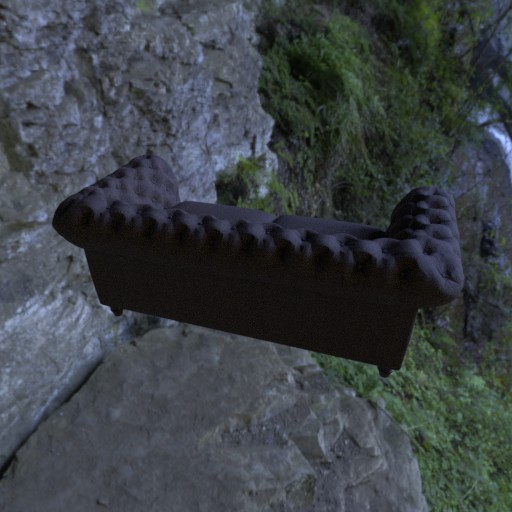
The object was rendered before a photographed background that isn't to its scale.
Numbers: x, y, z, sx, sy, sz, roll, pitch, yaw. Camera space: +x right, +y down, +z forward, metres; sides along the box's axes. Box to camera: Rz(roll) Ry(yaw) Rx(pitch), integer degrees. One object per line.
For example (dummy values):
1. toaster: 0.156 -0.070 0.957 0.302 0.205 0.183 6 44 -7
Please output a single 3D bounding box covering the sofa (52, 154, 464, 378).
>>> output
1. sofa: 0.000 0.000 2.522 2.048 0.780 0.944 10 33 16
